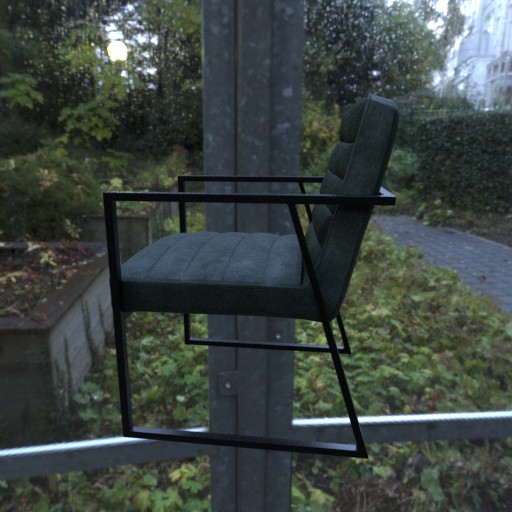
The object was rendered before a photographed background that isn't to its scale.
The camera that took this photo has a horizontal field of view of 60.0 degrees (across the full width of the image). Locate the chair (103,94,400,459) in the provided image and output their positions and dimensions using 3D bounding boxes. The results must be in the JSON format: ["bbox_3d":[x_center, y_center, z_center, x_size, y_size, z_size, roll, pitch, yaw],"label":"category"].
[{"bbox_3d":[0.000,0.000,1.265,0.677,0.833,0.571,2,14,8],"label":"chair"}]
